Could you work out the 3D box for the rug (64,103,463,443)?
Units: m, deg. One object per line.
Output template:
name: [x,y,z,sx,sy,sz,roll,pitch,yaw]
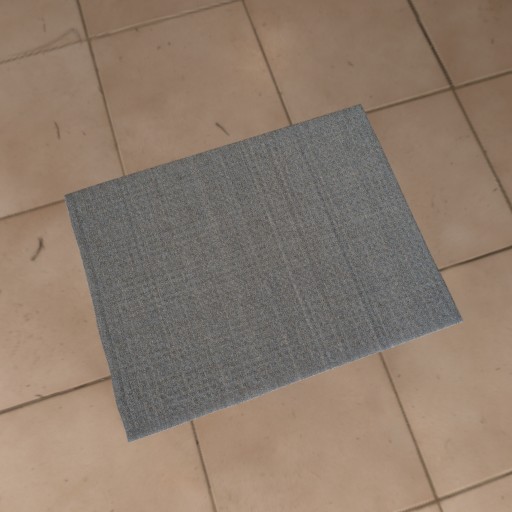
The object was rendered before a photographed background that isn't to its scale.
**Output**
rug: [0.000,0.000,4.244,3.200,0.007,2.443,-18,76,-5]
